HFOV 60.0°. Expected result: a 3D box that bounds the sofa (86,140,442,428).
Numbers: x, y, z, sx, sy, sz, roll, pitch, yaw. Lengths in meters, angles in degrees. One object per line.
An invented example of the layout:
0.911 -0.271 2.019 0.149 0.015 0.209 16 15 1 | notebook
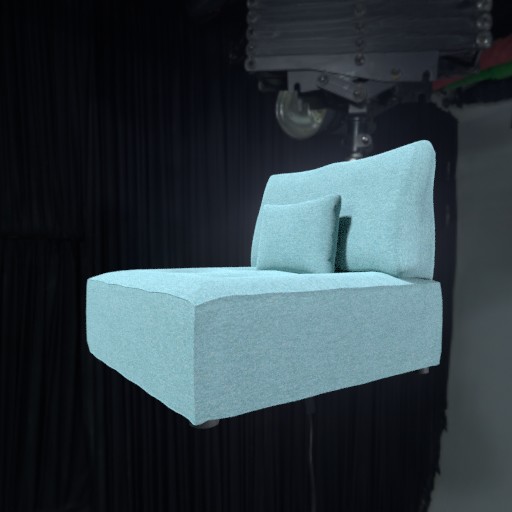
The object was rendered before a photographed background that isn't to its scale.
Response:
0.000 0.000 1.671 1.000 0.820 0.930 0 1 -35 | sofa
